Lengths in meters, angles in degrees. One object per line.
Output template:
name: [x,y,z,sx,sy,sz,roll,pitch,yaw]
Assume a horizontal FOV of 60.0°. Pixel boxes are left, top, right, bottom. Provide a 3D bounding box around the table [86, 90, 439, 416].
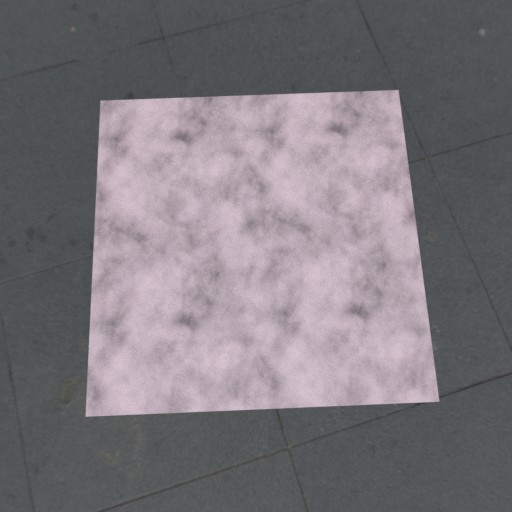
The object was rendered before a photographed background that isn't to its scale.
table: [0.000,0.000,1.064,0.670,0.305,0.670,-2,76,-1]
